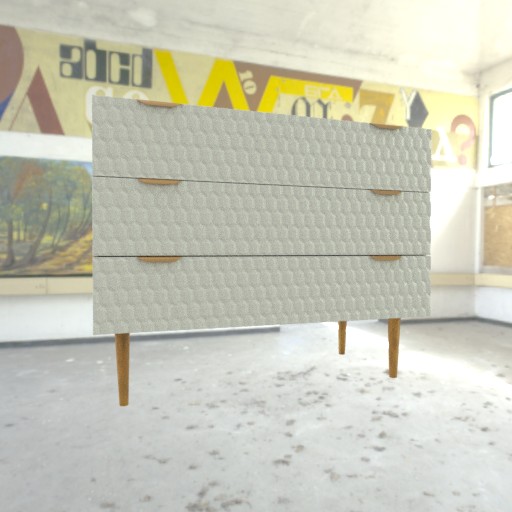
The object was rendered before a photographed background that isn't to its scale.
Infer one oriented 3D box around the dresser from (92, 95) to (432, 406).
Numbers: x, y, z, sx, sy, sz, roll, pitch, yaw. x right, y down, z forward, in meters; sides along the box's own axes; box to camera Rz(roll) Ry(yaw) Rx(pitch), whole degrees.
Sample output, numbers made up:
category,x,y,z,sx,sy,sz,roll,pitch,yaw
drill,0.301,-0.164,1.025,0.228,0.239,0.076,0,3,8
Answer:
category,x,y,z,sx,sy,sz,roll,pitch,yaw
dresser,0.000,0.000,1.331,0.905,0.721,0.457,0,1,-18
